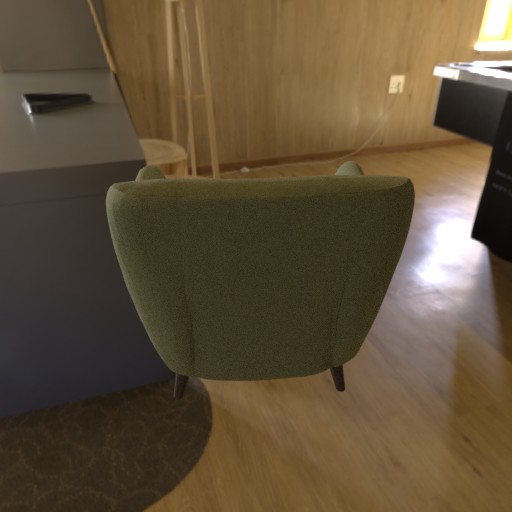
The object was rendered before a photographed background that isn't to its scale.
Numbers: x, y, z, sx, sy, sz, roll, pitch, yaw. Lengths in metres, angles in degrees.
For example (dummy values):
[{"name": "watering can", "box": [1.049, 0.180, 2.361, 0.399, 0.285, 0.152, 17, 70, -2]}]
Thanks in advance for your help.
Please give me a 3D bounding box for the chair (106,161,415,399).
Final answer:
[{"name": "chair", "box": [0.000, 0.000, 1.496, 0.840, 0.804, 0.819, -2, 30, -3]}]
